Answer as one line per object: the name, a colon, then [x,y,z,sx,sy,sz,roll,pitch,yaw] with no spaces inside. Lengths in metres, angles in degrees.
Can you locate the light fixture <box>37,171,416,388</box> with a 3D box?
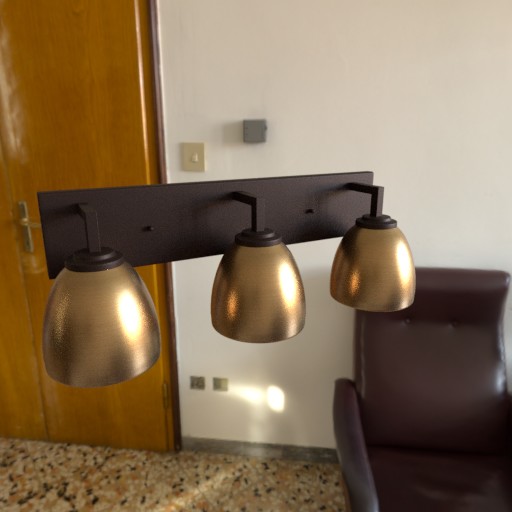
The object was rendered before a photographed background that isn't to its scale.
light fixture: [0.000,0.000,0.641,0.582,0.204,0.157,-9,19,-27]
